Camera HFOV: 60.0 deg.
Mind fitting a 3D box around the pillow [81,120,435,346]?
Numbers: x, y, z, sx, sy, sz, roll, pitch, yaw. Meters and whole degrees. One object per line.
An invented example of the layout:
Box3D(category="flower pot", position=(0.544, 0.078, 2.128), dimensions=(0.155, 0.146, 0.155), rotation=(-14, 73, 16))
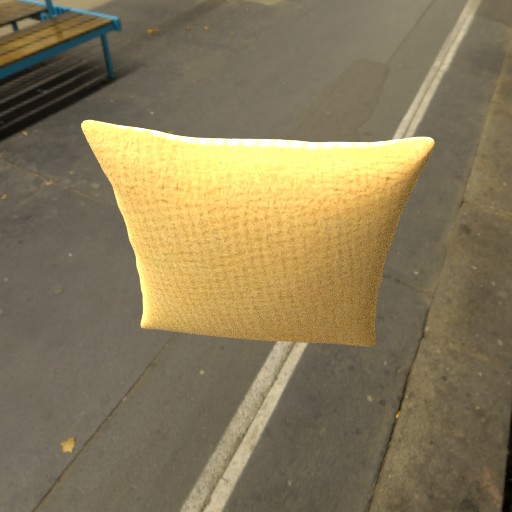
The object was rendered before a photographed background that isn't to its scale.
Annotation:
Box3D(category="pillow", position=(0.000, 0.000, 0.651), dimensions=(0.419, 0.407, 0.173), rotation=(4, 45, 4))
